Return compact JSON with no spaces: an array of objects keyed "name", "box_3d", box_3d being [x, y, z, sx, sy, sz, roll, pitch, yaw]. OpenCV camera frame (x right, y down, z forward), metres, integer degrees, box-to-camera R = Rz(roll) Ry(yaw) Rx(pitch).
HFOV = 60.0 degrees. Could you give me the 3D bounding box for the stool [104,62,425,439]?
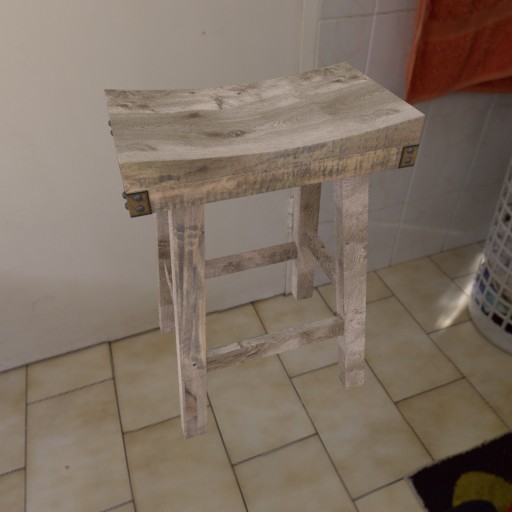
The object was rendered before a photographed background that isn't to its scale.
[{"name":"stool","box_3d":[0.000,0.000,0.894,0.450,0.635,0.330,-12,42,-14]}]
